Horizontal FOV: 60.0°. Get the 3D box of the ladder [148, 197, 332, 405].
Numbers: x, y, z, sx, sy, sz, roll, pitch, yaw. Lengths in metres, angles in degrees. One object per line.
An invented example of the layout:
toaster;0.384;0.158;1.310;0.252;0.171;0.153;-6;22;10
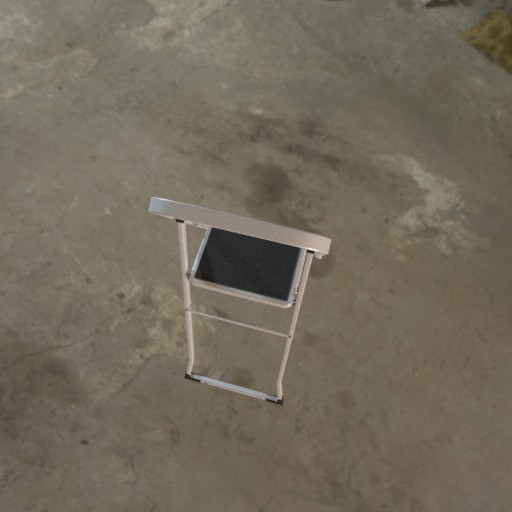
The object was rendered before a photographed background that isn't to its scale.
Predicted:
ladder;0.000;0.000;1.452;0.460;1.050;0.711;13;64;7
